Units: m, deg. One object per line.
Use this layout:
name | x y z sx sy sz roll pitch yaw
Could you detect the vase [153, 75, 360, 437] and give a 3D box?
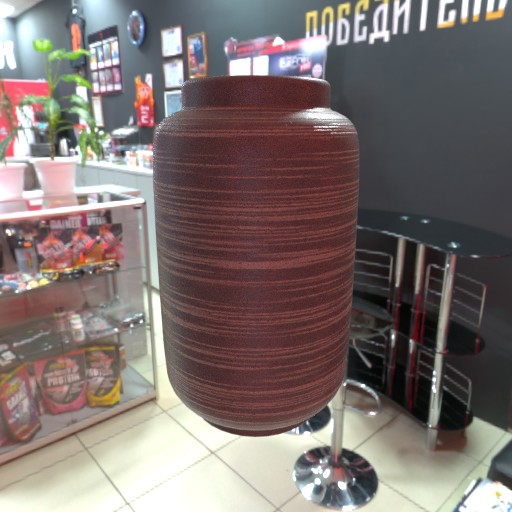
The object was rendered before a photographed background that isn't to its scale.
vase | 0.000 0.000 0.682 0.297 0.499 0.297 0 16 0
